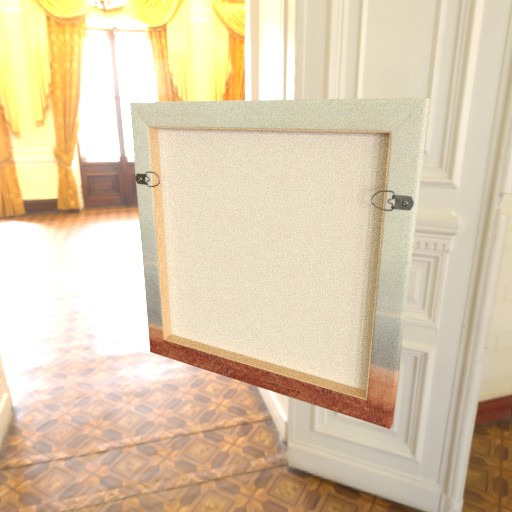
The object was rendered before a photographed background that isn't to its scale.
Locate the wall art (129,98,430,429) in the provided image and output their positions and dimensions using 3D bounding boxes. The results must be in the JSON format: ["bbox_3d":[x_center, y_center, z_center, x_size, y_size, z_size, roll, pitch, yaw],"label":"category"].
[{"bbox_3d":[0.000,0.000,0.611,0.405,0.405,0.023,10,20,27],"label":"wall art"}]
